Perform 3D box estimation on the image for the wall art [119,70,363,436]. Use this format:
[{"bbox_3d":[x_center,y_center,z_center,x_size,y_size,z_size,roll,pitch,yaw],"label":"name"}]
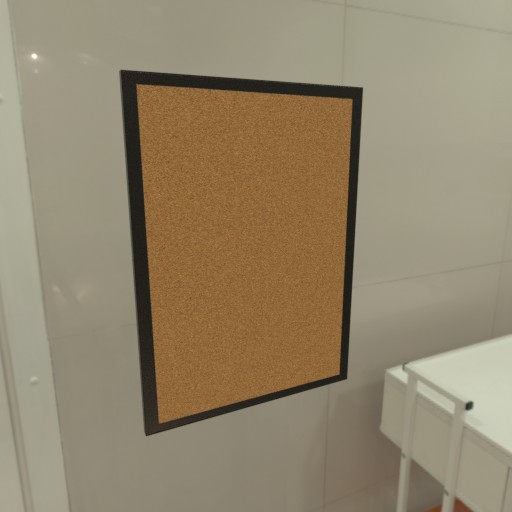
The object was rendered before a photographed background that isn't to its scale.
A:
[{"bbox_3d":[0.000,0.000,0.883,0.480,0.657,0.016,-7,16,-26],"label":"wall art"}]
